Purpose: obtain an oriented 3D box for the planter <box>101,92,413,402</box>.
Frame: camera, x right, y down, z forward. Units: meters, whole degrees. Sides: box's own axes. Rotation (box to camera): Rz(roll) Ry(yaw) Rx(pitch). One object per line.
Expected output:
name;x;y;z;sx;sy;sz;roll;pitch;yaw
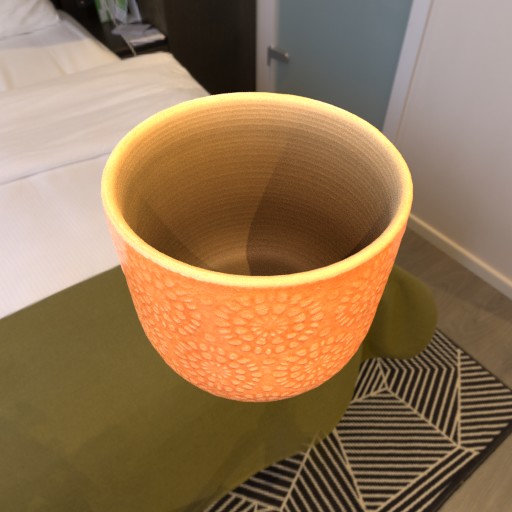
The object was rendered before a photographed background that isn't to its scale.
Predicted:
planter;0.000;0.000;0.291;0.170;0.152;0.170;0;47;0
